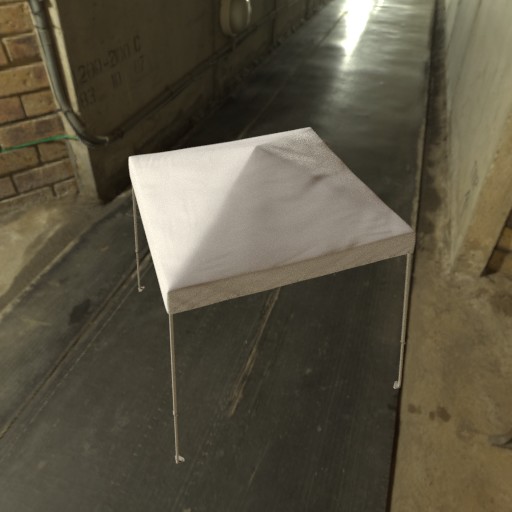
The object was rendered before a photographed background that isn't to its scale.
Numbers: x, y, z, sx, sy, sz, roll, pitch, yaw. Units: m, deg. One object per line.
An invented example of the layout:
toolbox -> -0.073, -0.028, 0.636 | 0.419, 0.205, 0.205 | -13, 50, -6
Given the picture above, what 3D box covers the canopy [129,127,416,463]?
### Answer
canopy -> 0.000, 0.000, 6.652 | 3.600, 3.600, 3.599 | -13, 43, -15
